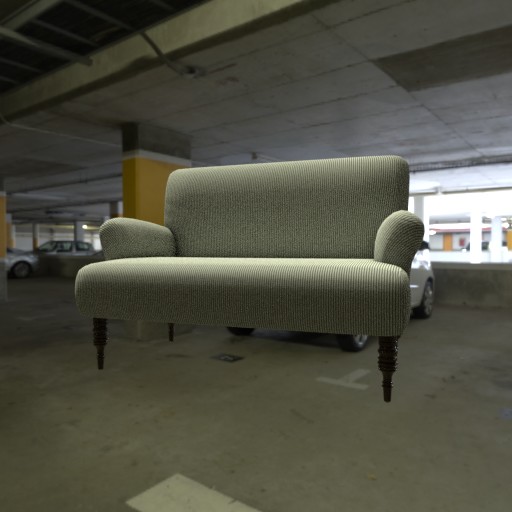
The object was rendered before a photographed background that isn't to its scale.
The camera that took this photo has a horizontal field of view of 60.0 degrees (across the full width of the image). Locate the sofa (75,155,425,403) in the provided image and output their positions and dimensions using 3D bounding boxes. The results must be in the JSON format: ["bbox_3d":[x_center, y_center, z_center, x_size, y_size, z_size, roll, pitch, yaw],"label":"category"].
[{"bbox_3d":[0.000,0.000,1.833,1.297,0.889,0.779,0,1,19],"label":"sofa"}]
